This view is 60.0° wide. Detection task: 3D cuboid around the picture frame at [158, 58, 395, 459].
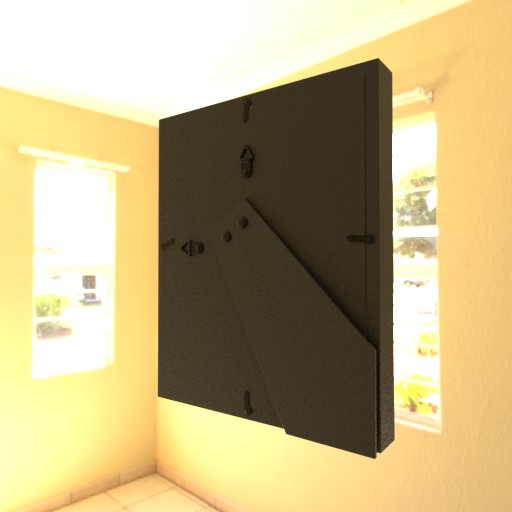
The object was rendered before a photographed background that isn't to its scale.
[{"bbox_3d":[0.000,0.000,0.393,0.232,0.284,0.042,-1,-1,36],"label":"picture frame"}]
